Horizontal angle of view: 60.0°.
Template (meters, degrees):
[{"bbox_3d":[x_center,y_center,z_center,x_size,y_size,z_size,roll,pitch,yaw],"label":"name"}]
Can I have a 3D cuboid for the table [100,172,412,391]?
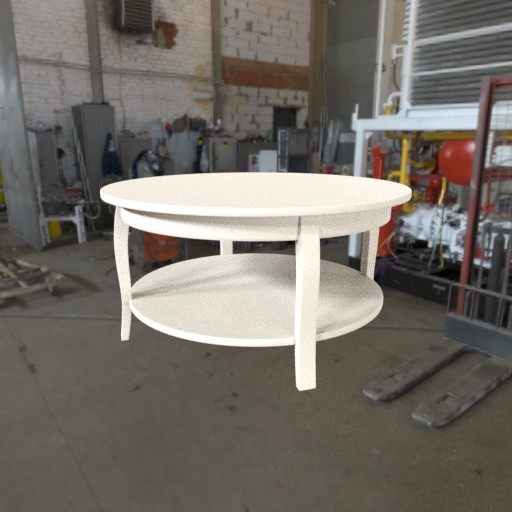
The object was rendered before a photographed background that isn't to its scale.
[{"bbox_3d":[0.000,0.000,1.427,0.910,0.457,0.910,0,15,0],"label":"table"}]
